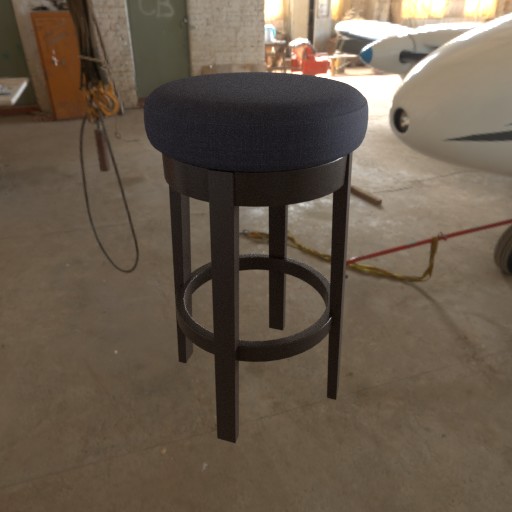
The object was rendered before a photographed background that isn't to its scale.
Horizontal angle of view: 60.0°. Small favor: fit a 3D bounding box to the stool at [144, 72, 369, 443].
[{"bbox_3d":[0.000,0.000,1.025,0.446,0.758,0.446,0,30,0],"label":"stool"}]
